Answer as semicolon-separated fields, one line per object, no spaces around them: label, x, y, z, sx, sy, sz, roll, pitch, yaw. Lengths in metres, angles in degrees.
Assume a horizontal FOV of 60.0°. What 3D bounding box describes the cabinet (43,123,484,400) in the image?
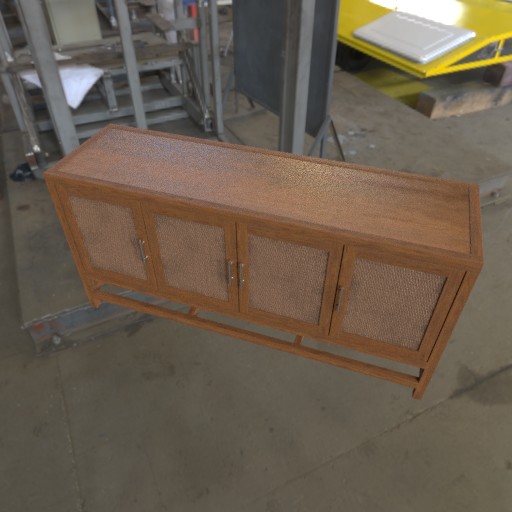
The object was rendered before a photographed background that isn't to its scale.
cabinet;0.000;0.000;2.067;1.708;0.820;0.522;13;43;14
